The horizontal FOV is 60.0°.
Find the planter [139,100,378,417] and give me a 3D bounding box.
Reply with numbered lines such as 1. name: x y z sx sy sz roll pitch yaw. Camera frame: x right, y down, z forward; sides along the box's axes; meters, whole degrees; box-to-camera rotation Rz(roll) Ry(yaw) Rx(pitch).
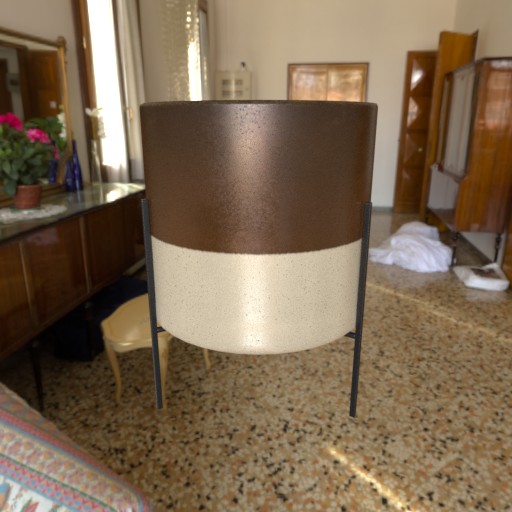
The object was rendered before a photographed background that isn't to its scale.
1. planter: 0.000 0.000 0.719 0.354 0.465 0.345 -8 19 -25
